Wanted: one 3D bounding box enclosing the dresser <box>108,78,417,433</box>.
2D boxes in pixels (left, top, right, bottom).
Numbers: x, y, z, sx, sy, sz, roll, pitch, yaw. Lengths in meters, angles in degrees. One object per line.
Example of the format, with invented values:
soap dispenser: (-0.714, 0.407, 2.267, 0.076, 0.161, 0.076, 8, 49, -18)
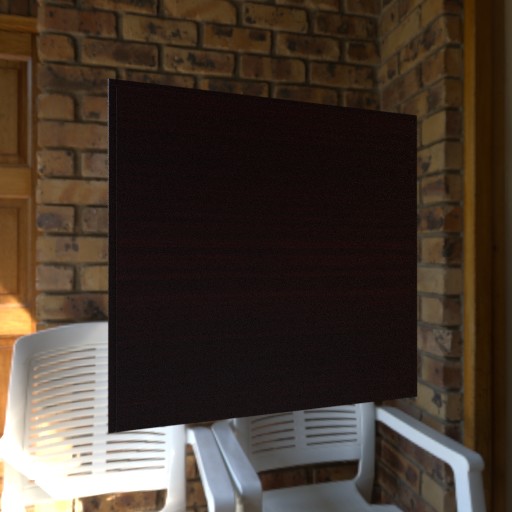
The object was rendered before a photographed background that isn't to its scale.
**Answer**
dresser: (0.000, 0.000, 1.186, 0.750, 0.720, 0.360, 0, 0, -18)
